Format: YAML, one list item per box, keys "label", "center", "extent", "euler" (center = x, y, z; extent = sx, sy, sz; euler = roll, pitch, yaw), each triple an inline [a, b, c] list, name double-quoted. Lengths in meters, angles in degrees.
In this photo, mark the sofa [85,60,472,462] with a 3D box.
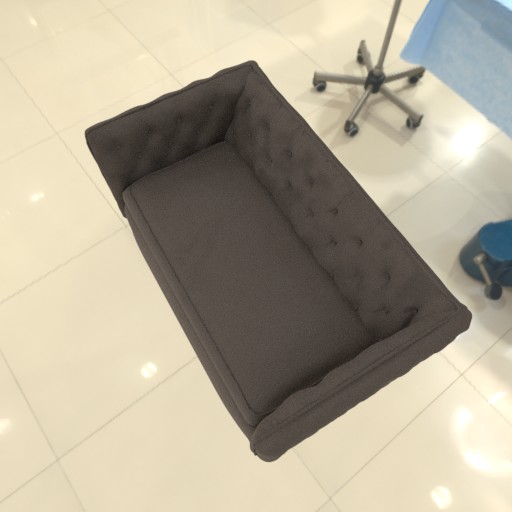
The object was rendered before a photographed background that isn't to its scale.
- label: "sofa"
  center: [0.000, 0.000, 2.088]
  extent: [0.909, 0.810, 1.583]
  euler: [-28, 67, -13]
